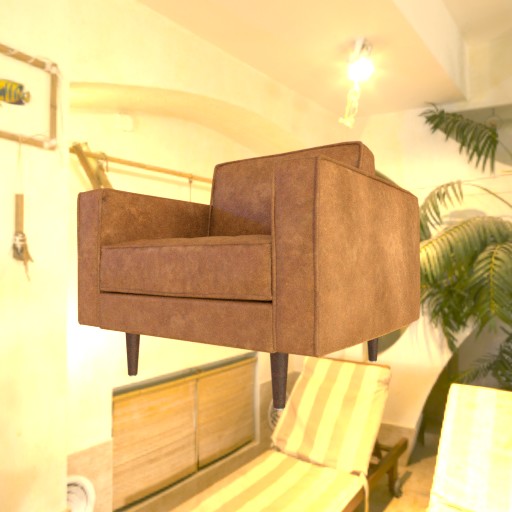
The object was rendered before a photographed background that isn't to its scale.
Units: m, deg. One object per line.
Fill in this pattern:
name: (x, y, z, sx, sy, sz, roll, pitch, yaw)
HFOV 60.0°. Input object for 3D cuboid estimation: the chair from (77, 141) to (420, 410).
chair: (0.000, 0.000, 1.500, 0.928, 0.767, 0.798, -1, -1, 35)
